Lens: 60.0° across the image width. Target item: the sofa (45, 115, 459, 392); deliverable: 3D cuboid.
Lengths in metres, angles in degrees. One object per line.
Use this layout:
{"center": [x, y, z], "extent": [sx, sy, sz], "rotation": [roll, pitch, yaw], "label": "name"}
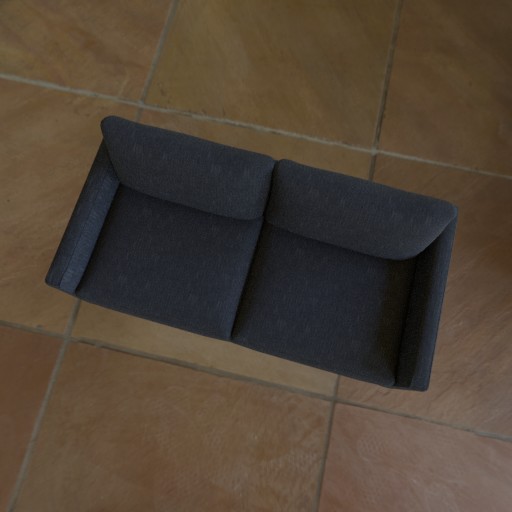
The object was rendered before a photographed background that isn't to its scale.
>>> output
{"center": [0.000, 0.000, 2.148], "extent": [1.716, 0.862, 0.866], "rotation": [15, 75, 4], "label": "sofa"}
